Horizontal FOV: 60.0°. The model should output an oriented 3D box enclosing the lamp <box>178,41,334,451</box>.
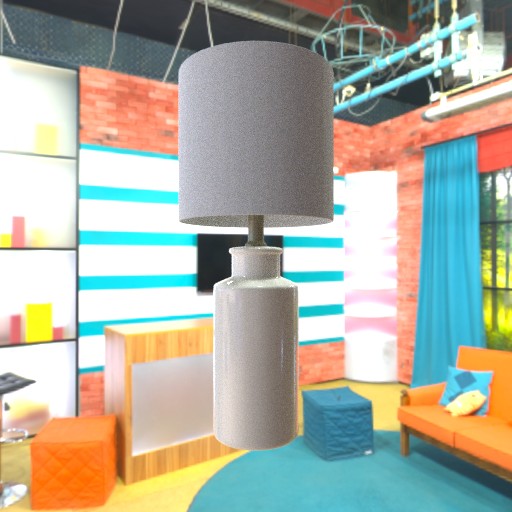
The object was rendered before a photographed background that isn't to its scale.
[{"bbox_3d":[0.000,0.000,0.613,0.212,0.493,0.212,0,0,20],"label":"lamp"}]
